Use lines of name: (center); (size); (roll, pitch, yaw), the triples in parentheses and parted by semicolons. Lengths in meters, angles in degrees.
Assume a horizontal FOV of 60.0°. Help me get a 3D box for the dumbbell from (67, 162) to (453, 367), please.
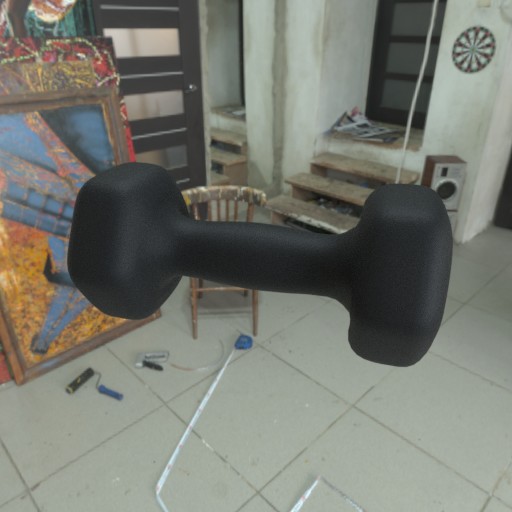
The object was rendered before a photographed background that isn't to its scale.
dumbbell: (0.000, 0.000, 0.290); (0.231, 0.101, 0.112); (8, 28, 14)
